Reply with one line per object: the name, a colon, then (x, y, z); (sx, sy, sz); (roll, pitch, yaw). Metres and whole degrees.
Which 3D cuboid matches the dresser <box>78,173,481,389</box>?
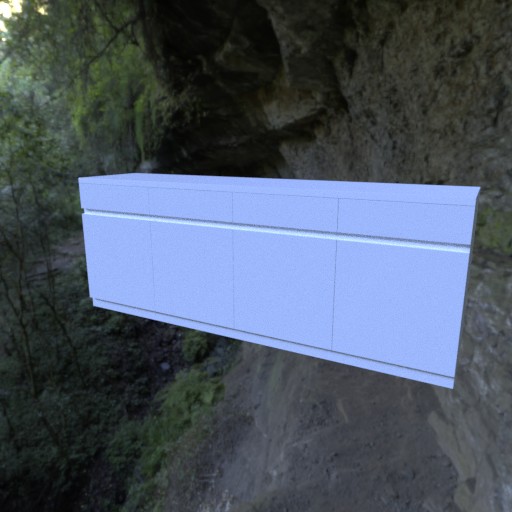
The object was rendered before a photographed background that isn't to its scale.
dresser: (0.000, 0.000, 2.537); (2.200, 0.840, 0.500); (7, 16, 27)
